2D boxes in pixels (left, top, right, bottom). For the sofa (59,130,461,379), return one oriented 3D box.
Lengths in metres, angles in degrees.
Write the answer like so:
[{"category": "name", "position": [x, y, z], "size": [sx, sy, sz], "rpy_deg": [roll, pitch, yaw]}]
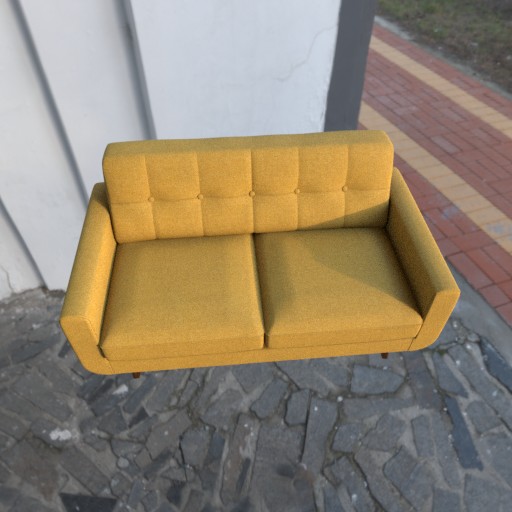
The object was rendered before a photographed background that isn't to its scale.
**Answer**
[{"category": "sofa", "position": [0.000, 0.000, 2.167], "size": [1.631, 0.841, 0.909], "rpy_deg": [-4, 47, -3]}]
